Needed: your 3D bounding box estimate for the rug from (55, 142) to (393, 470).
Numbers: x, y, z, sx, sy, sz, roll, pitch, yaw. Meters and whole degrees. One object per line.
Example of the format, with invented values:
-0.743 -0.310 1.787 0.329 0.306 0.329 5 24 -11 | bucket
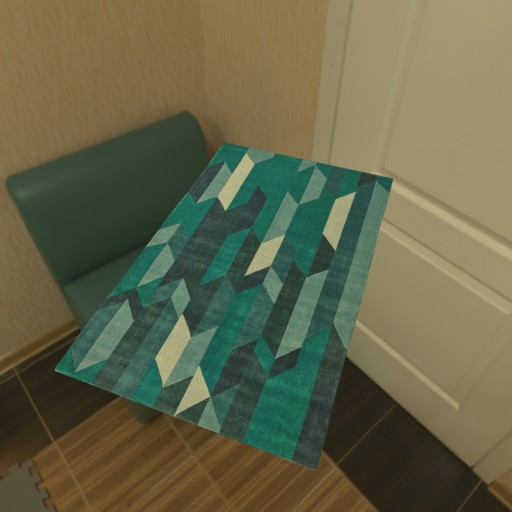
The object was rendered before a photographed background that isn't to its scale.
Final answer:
0.000 0.000 3.073 1.528 0.005 2.420 15 49 14 | rug
